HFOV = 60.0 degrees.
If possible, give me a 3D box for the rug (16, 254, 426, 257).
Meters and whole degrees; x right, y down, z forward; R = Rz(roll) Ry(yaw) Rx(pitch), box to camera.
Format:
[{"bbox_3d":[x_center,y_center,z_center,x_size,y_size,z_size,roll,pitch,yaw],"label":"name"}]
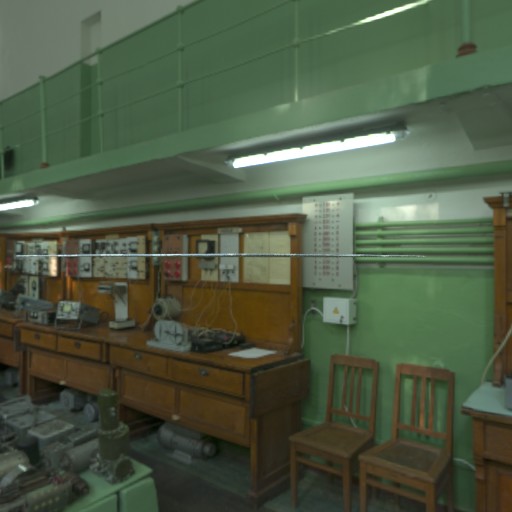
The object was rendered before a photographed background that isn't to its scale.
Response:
[{"bbox_3d":[0.000,0.000,2.162,1.148,0.010,1.754,0,0,36],"label":"rug"}]
